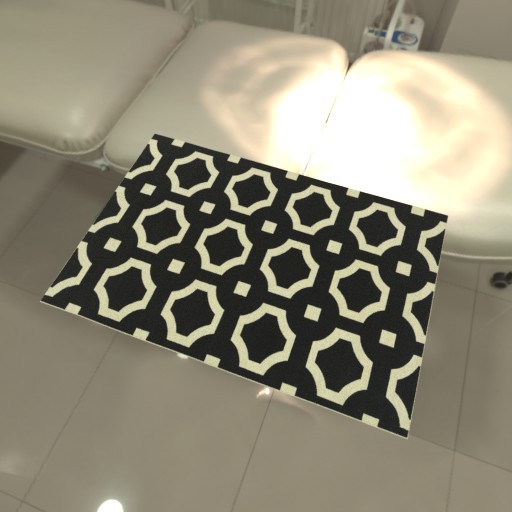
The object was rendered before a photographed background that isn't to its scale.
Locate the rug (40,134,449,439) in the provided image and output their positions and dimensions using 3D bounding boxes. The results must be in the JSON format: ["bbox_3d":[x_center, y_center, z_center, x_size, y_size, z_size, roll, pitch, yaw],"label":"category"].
[{"bbox_3d":[0.000,0.000,2.917,2.286,0.016,1.555,18,61,10],"label":"rug"}]
